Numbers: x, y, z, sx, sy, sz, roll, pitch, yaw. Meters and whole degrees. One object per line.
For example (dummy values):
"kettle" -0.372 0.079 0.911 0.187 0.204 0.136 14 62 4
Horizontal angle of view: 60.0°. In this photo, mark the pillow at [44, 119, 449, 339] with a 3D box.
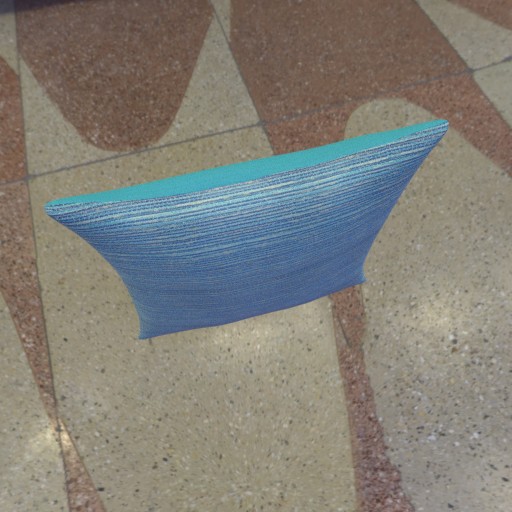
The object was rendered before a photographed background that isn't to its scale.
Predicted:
"pillow" 0.000 0.000 0.753 0.514 0.497 0.150 -14 63 -7
